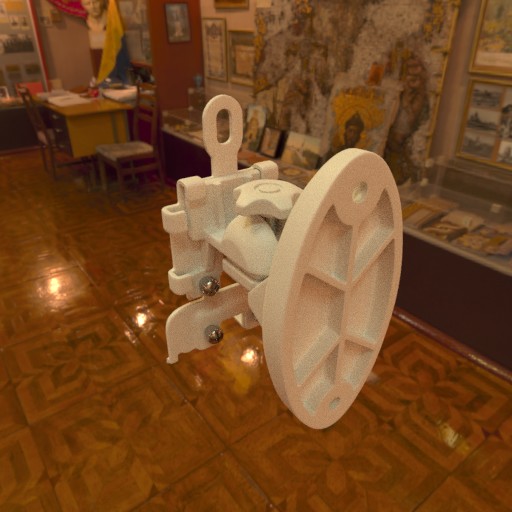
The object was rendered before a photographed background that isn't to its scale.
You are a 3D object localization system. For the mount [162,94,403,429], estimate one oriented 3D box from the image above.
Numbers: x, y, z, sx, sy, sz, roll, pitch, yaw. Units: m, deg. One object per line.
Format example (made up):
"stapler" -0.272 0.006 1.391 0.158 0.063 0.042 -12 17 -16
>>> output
"mount" 0.000 0.000 0.179 0.066 0.118 0.100 -19 34 -30
